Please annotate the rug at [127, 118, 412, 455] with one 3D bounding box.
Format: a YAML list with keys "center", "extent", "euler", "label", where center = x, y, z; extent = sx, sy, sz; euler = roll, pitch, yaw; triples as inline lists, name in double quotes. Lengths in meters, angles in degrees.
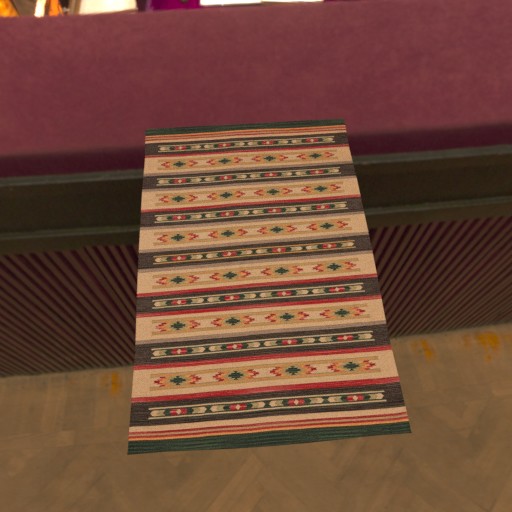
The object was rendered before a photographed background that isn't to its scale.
- center: [0.000, 0.000, 2.304]
  extent: [1.221, 0.009, 1.825]
  euler: [-4, 63, -2]
  label: "rug"
